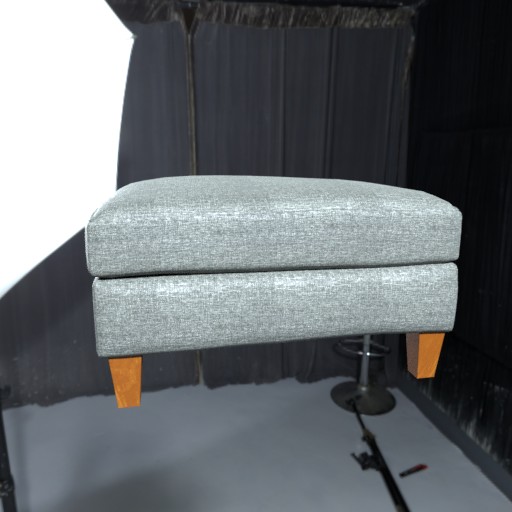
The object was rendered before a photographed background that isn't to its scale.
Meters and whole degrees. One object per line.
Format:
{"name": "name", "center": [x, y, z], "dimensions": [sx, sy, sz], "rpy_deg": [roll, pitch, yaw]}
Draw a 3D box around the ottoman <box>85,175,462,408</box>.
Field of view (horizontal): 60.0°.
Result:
{"name": "ottoman", "center": [0.000, 0.000, 1.350], "dimensions": [0.838, 0.481, 0.838], "rpy_deg": [-2, 13, -10]}
